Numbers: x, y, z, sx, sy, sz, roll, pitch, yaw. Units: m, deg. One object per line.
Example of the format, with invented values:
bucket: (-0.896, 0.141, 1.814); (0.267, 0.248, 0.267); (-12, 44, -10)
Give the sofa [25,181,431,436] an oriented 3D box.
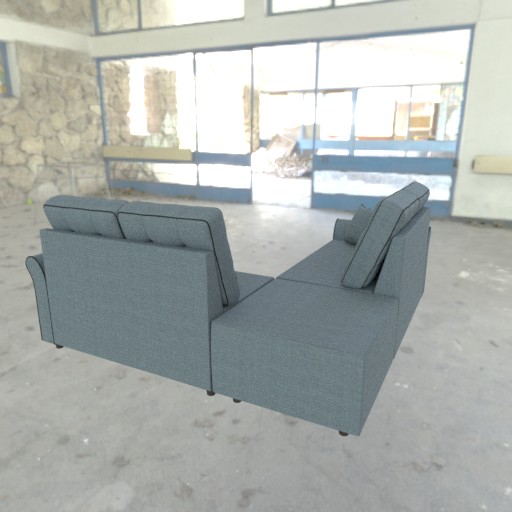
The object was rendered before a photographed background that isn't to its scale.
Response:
sofa: (0.000, 0.000, 3.124); (2.070, 0.988, 2.068); (8, 17, 26)
